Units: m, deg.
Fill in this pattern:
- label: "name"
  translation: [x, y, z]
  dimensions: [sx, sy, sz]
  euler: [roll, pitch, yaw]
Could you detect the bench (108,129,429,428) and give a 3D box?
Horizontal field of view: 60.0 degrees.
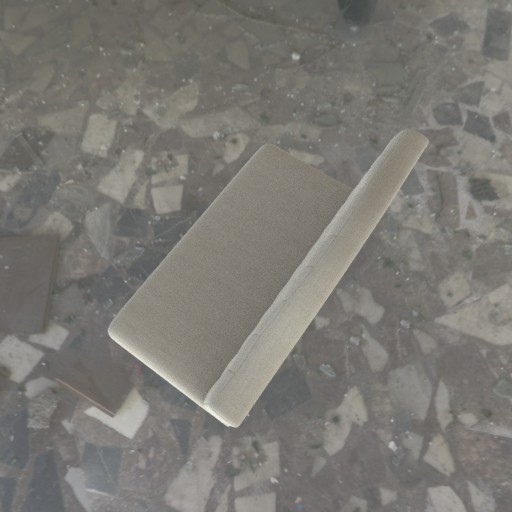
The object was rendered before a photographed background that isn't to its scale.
- label: "bench"
  translation: [0.000, 0.000, 2.047]
  dimensions: [0.815, 1.180, 1.335]
  euler: [33, 70, 13]
